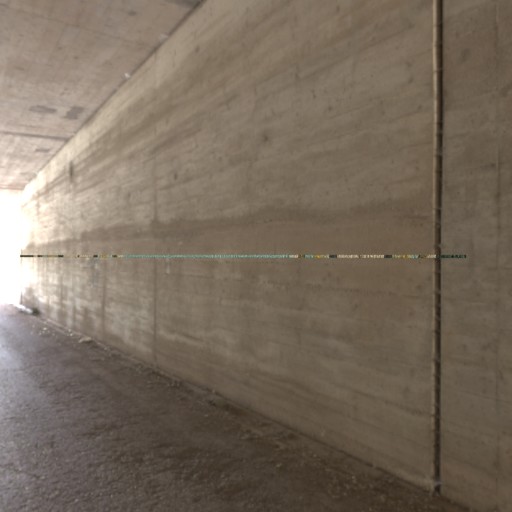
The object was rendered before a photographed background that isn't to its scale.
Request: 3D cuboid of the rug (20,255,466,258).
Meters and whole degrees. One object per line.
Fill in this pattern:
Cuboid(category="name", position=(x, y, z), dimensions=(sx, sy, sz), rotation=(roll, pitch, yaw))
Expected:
Cuboid(category="rug", position=(0.000, 0.000, 2.254), dimensions=(1.811, 0.010, 1.212), rotation=(0, 0, 19))
